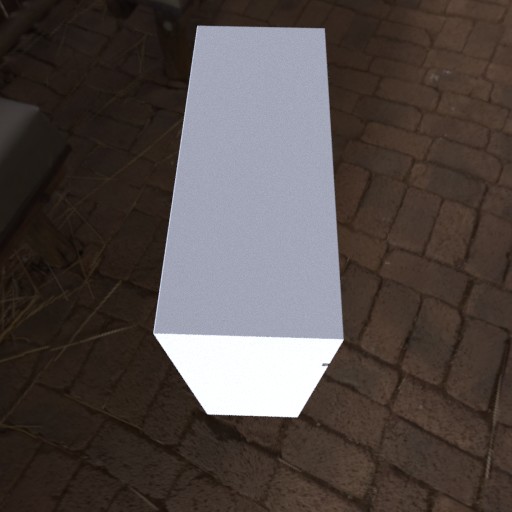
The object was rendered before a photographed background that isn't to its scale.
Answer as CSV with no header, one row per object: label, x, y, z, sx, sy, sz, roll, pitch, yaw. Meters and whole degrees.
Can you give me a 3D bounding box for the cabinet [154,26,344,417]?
cabinet,0.000,0.000,1.687,0.400,1.190,1.000,2,63,1
